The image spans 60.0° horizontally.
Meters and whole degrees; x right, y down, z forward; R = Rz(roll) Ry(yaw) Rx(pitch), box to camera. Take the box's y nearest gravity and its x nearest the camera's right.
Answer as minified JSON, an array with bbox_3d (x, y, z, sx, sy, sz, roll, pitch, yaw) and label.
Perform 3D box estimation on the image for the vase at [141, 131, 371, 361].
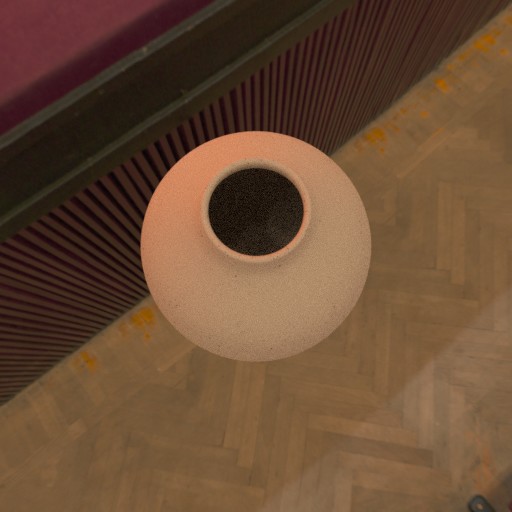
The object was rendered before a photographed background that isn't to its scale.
[{"bbox_3d":[0.000,0.000,0.366,0.169,0.240,0.169,0,77,0],"label":"vase"}]
